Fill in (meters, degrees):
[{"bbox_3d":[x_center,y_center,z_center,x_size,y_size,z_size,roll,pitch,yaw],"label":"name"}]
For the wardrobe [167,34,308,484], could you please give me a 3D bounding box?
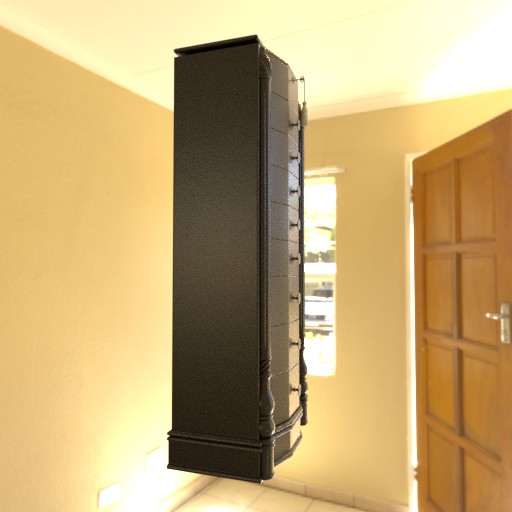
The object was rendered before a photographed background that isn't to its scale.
[{"bbox_3d":[0.000,0.000,1.221,0.295,1.011,0.444,-1,-2,18],"label":"wardrobe"}]
